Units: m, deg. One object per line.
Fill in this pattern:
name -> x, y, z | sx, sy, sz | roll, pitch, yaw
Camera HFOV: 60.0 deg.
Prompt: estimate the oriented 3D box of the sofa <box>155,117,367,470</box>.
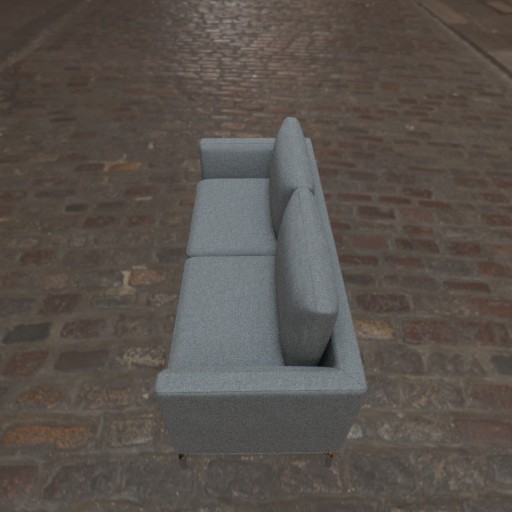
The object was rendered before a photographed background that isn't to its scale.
sofa -> 0.000, 0.000, 2.726 | 0.869, 1.002, 2.212 | 0, 41, 0
